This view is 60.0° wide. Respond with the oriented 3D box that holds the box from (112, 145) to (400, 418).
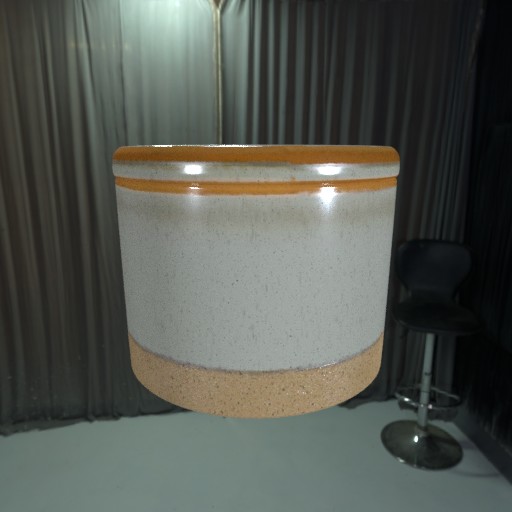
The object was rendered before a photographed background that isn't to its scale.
[{"bbox_3d":[0.000,0.000,0.208,0.123,0.100,0.123,0,13,0],"label":"box"}]
